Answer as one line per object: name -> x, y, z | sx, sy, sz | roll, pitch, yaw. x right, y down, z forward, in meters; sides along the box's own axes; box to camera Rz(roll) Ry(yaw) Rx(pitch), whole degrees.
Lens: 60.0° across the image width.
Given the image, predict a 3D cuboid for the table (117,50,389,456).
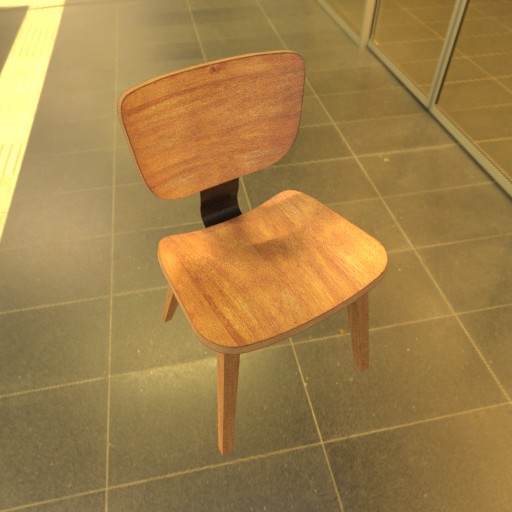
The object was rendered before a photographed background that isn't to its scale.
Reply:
table -> 0.000, 0.000, 1.097 | 0.499, 0.805, 0.500 | -24, 51, -21
